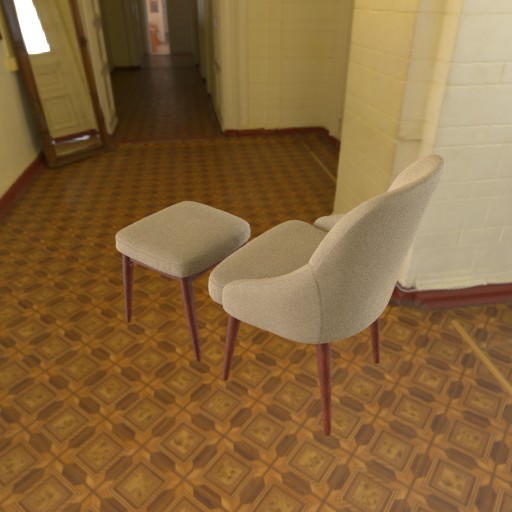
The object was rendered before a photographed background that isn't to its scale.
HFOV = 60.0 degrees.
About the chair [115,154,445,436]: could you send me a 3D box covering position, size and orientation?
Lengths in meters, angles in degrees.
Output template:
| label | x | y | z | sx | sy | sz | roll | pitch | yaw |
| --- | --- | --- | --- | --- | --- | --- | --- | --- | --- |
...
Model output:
| label | x | y | z | sx | sy | sz | roll | pitch | yaw |
| --- | --- | --- | --- | --- | --- | --- | --- | --- | --- |
| chair | 0.000 | 0.000 | 1.594 | 1.114 | 0.866 | 0.584 | 20 | 36 | 30 |
